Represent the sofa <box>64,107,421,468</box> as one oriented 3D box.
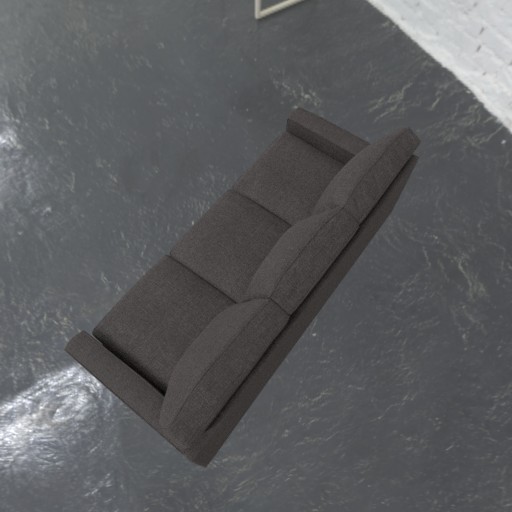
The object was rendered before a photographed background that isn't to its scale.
[{"bbox_3d":[0.000,0.000,2.897,1.004,0.978,2.369,34,68,16],"label":"sofa"}]
